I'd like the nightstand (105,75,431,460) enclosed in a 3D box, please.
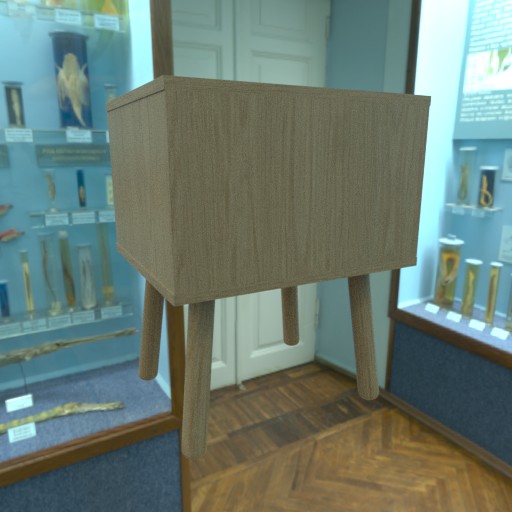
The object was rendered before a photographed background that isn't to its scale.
[{"bbox_3d":[0.000,0.000,0.855,0.450,0.571,0.380,-7,15,-27],"label":"nightstand"}]
